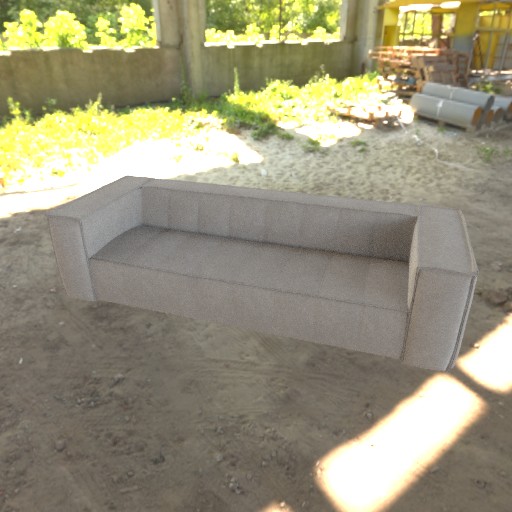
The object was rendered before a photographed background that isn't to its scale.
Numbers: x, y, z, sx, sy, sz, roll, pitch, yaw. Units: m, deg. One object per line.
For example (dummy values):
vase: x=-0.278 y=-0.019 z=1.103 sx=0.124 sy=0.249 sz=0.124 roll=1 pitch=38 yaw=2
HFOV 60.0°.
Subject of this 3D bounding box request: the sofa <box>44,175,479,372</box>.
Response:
sofa: x=0.000 y=0.000 z=3.128 sx=2.697 sy=0.680 sz=1.038 roll=8 pitch=28 yaw=16
